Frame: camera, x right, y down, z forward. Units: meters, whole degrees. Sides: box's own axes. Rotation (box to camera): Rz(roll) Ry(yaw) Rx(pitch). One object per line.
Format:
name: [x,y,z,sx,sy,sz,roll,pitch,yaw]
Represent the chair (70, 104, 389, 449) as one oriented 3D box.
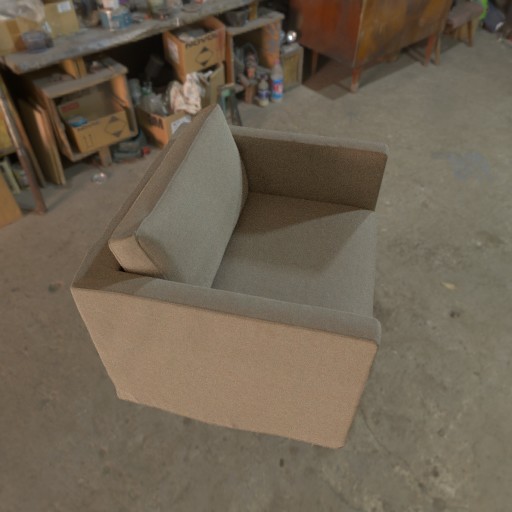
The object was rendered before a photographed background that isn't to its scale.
chair: [0.000,0.000,1.780,0.949,0.863,1.057,9,46,9]
